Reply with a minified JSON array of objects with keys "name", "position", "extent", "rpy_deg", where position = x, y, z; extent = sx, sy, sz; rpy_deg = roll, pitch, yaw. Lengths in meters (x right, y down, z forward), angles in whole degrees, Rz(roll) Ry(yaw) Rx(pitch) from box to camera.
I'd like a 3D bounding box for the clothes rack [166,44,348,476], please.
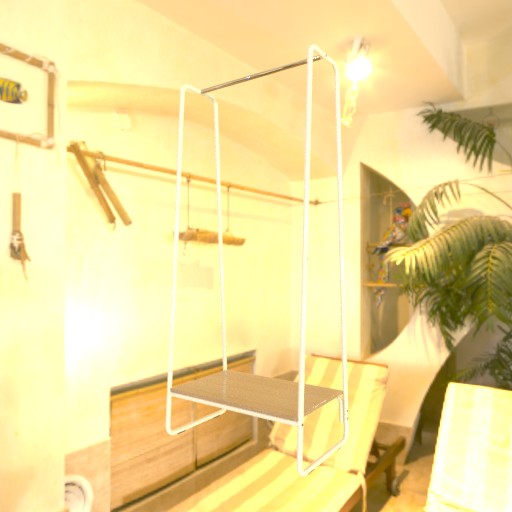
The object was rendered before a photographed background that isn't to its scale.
[{"name":"clothes rack","position":[0.000,0.000,1.816],"extent":[0.640,1.500,0.400],"rpy_deg":[0,-1,35]}]
